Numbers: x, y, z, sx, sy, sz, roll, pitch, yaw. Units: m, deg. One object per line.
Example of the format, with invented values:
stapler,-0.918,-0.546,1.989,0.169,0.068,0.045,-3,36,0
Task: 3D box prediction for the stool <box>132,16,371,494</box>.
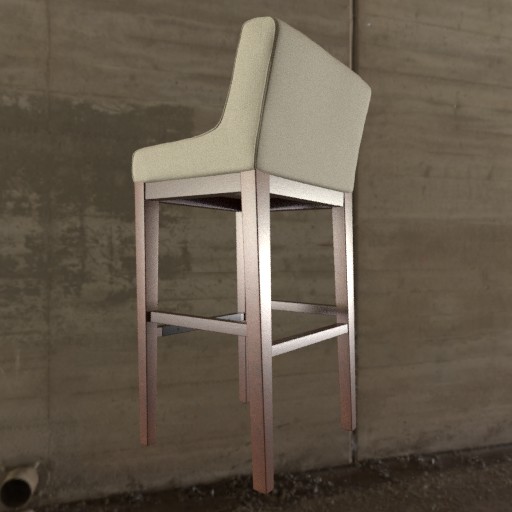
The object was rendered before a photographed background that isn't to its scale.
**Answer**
stool,0.000,0.000,1.262,0.500,1.037,0.511,0,0,37
